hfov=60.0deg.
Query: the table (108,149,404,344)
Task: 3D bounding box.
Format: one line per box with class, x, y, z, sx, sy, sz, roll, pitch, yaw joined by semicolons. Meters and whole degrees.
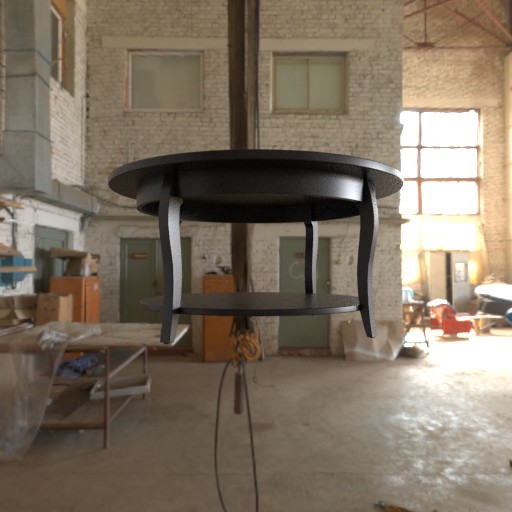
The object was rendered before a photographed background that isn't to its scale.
table;0.000;0.000;1.439;0.914;0.457;0.914;0;-1;0
